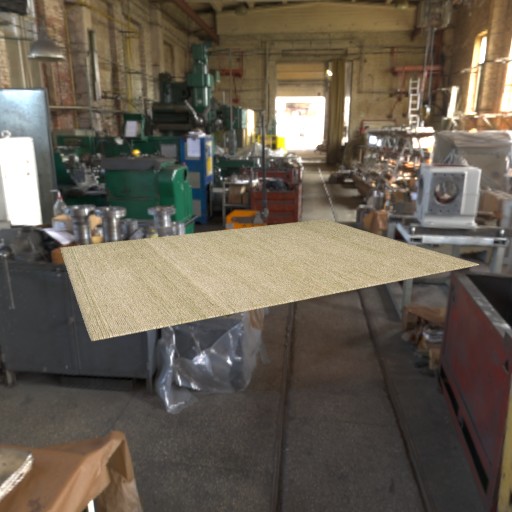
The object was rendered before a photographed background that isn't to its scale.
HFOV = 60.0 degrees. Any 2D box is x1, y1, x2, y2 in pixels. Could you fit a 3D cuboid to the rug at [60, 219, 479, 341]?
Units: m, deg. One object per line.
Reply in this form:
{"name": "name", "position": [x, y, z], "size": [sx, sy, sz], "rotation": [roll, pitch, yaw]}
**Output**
{"name": "rug", "position": [0.000, 0.000, 5.062], "size": [3.935, 0.025, 2.782], "rotation": [-8, 18, -26]}
